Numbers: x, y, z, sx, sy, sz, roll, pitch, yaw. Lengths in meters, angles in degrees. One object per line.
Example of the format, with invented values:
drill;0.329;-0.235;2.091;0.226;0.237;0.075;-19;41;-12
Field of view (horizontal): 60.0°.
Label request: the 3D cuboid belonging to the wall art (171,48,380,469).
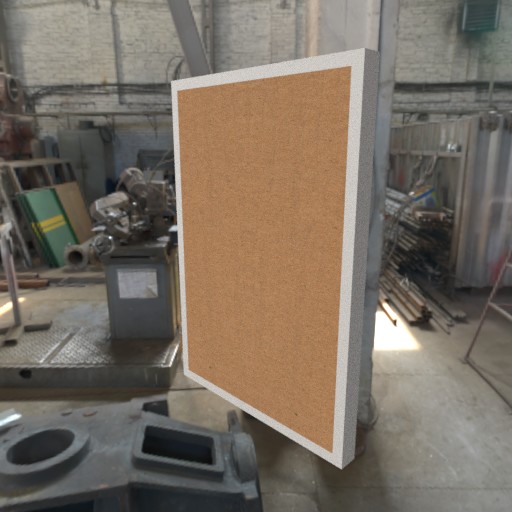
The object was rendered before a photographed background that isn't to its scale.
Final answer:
wall art;0.000;0.000;0.545;0.025;0.428;0.293;-14;20;-43
